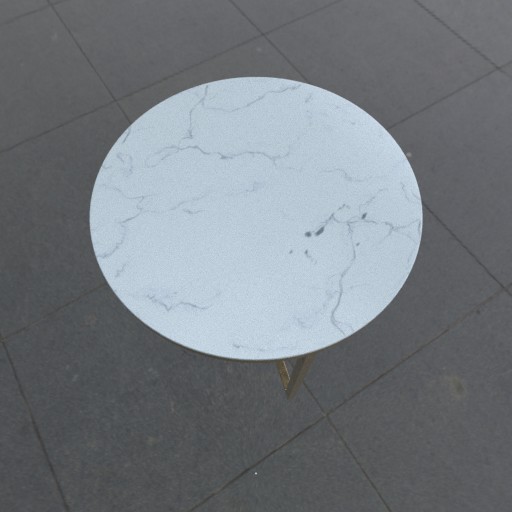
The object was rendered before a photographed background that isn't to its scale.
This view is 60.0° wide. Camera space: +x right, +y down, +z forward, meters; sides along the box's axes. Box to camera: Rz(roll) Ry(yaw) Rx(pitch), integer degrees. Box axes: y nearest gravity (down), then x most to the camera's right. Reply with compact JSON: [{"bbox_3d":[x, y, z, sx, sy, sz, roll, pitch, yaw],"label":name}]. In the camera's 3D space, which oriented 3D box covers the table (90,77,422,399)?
[{"bbox_3d":[0.000,0.000,0.862,0.500,0.420,0.500,0,64,0],"label":"table"}]
